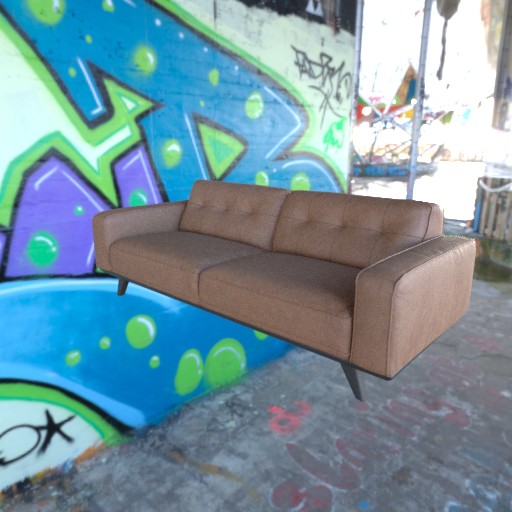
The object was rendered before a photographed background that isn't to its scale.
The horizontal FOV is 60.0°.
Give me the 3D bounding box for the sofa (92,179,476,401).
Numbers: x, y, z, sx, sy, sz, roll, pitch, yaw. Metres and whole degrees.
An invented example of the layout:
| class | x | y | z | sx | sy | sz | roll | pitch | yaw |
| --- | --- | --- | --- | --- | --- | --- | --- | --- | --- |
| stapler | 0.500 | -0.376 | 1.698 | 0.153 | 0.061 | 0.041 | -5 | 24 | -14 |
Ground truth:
| class | x | y | z | sx | sy | sz | roll | pitch | yaw |
| --- | --- | --- | --- | --- | --- | --- | --- | --- | --- |
| sofa | 0.000 | 0.000 | 2.716 | 2.270 | 0.780 | 0.953 | 13 | 20 | 41 |
